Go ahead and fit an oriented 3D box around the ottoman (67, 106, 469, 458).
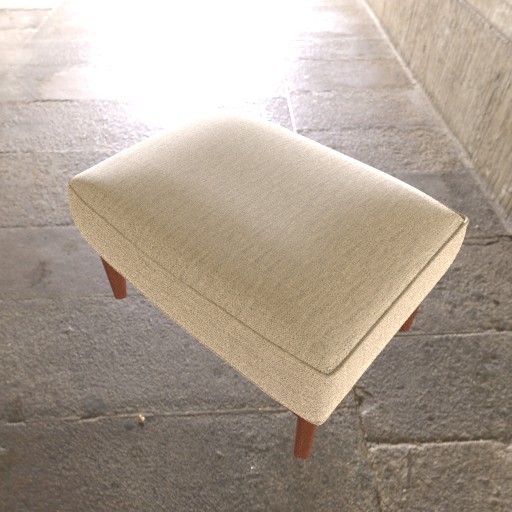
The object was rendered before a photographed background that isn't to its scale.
[{"bbox_3d":[0.000,0.000,1.132,0.794,0.465,0.594,33,54,28],"label":"ottoman"}]
